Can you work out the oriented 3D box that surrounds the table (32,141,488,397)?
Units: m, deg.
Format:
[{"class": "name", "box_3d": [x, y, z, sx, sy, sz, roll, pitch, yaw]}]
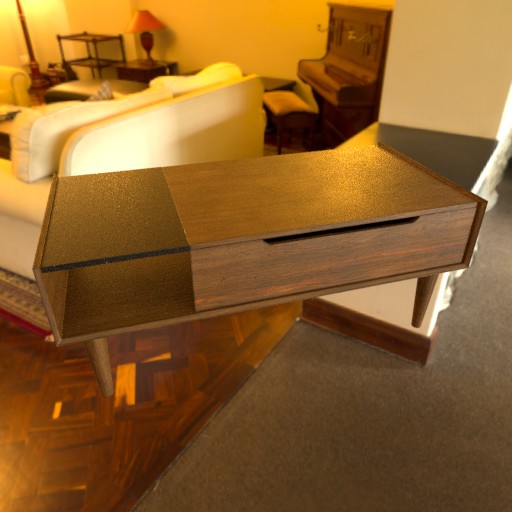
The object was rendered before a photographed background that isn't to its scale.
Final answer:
[{"class": "table", "box_3d": [0.000, 0.000, 1.512, 1.221, 0.508, 0.610, -9, 32, -15]}]
